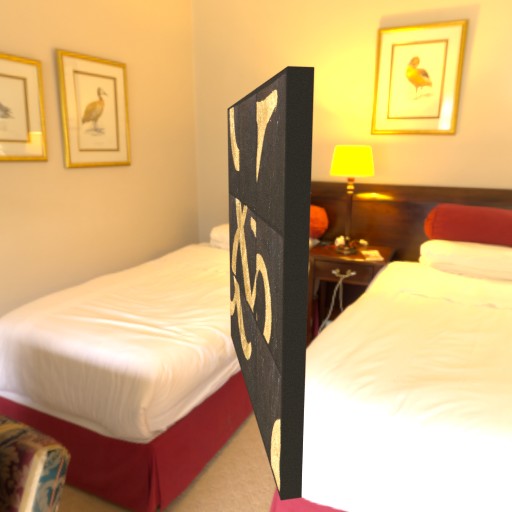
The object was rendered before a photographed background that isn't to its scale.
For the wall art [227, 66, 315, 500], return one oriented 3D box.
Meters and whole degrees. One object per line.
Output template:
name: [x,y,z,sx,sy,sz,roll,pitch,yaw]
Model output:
wall art: [0.000,0.000,1.105,0.044,0.758,0.758,-2,14,-10]
